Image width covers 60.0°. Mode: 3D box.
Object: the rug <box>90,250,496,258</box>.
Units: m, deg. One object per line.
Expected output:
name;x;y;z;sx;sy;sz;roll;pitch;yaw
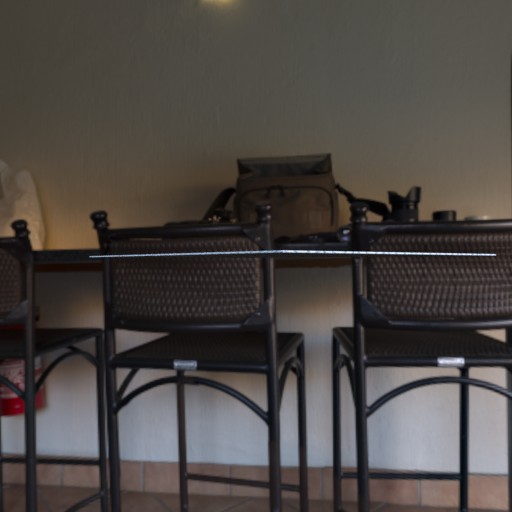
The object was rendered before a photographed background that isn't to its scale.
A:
rug;0.000;0.000;3.002;1.526;0.008;2.441;0;-1;-36
